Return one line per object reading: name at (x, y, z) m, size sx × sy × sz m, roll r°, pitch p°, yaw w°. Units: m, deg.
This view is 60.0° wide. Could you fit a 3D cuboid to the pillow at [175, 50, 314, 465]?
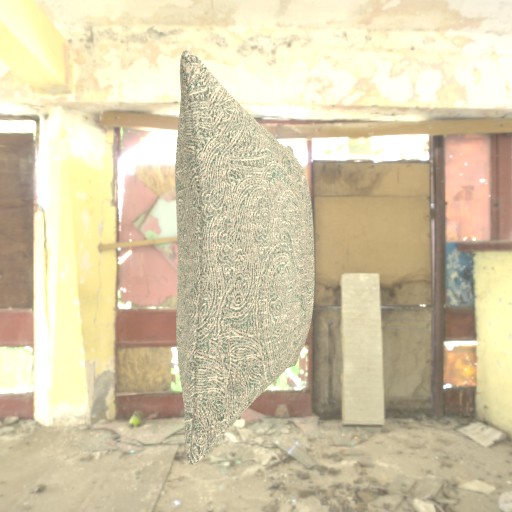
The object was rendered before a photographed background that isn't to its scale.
pillow at (0.000, 0.000, 0.783) m, size 0.166 × 0.507 × 0.526 m, roll 0°, pitch 0°, yaw 19°
